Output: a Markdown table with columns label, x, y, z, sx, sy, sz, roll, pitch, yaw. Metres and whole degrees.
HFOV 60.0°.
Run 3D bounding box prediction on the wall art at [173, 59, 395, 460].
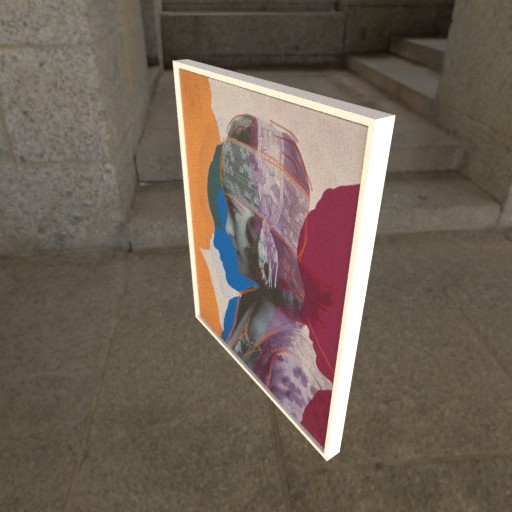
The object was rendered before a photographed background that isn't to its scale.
| label | x | y | z | sx | sy | sz | roll | pitch | yaw |
| --- | --- | --- | --- | --- | --- | --- | --- | --- | --- |
| wall art | 0.000 | 0.000 | 0.735 | 0.030 | 0.549 | 0.443 | -20 | 37 | -29 |
